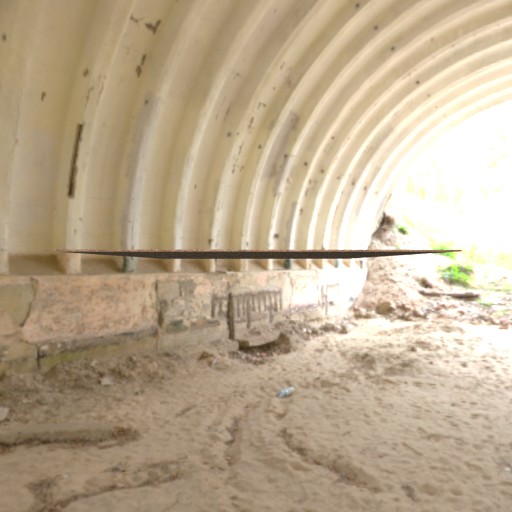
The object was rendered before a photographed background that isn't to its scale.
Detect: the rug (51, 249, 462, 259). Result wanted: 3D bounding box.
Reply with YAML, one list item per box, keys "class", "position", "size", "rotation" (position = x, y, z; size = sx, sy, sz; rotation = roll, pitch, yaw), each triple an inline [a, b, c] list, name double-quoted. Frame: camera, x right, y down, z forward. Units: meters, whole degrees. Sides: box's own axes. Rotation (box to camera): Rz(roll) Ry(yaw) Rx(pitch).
- class: "rug"
  position: [0.000, 0.000, 4.222]
  size: [2.438, 0.012, 3.200]
  rotation: [0, -1, 0]
